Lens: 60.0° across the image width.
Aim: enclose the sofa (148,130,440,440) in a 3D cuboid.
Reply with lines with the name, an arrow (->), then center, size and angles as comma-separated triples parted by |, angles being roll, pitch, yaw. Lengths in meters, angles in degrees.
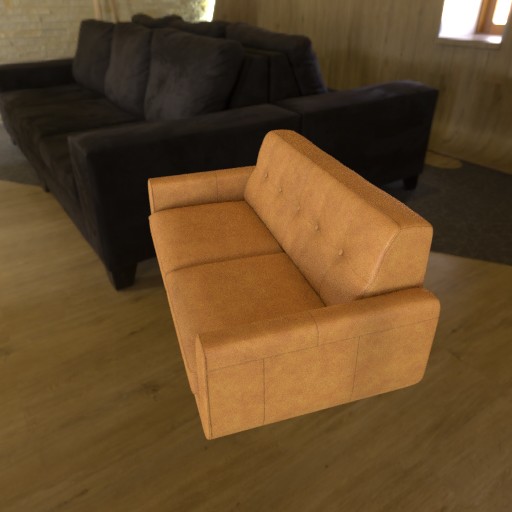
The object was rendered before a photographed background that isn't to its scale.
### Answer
sofa -> 0.000, 0.000, 2.287 | 0.952, 0.925, 1.651 | -9, 32, -15
